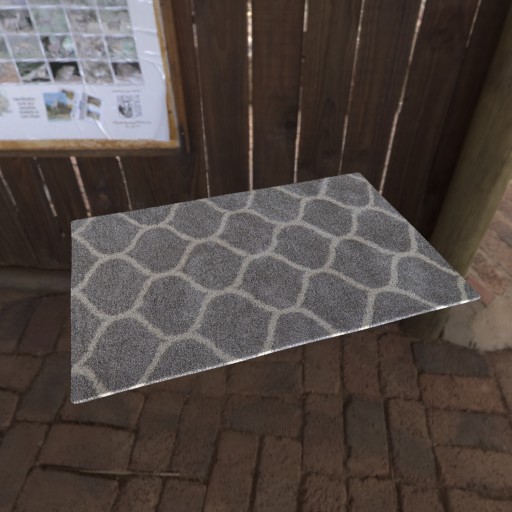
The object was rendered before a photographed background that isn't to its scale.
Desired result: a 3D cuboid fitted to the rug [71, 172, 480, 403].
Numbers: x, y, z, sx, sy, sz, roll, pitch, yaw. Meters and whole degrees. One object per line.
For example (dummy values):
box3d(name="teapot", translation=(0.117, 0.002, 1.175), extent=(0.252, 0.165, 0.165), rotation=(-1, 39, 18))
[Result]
box3d(name="rug", translation=(0.000, 0.000, 3.399), extent=(2.701, 0.026, 1.801), rotation=(-12, 42, -13))
